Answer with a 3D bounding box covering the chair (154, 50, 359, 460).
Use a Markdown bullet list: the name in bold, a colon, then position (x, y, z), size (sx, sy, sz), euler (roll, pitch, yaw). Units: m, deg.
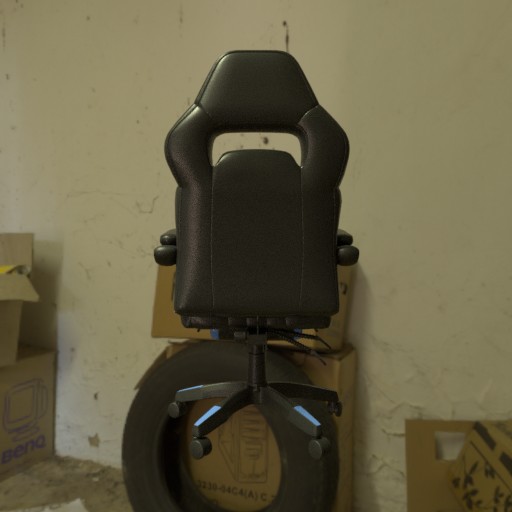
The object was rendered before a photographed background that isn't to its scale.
- **chair**: position (0.000, 0.000, 1.684), size (0.700, 1.280, 0.700), euler (0, -1, 0)
